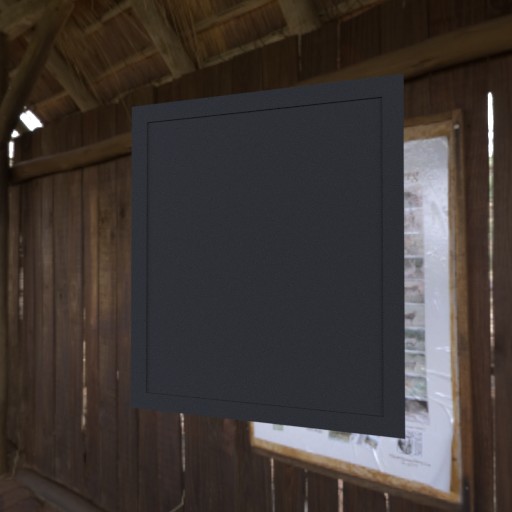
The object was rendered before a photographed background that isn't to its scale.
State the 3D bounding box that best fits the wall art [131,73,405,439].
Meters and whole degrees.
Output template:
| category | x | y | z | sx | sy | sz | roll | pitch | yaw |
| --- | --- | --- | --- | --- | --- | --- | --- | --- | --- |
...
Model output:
| category | x | y | z | sx | sy | sz | roll | pitch | yaw |
| --- | --- | --- | --- | --- | --- | --- | --- | --- | --- |
| wall art | 0.000 | 0.000 | 0.490 | 0.311 | 0.361 | 0.010 | 0 | -1 | 18 |
